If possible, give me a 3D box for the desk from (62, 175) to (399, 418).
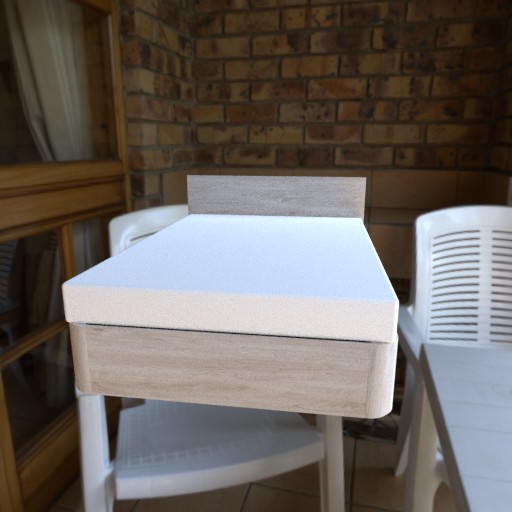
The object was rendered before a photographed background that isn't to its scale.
[{"bbox_3d":[0.000,0.000,2.654,1.400,0.800,1.900,2,15,8],"label":"desk"}]
